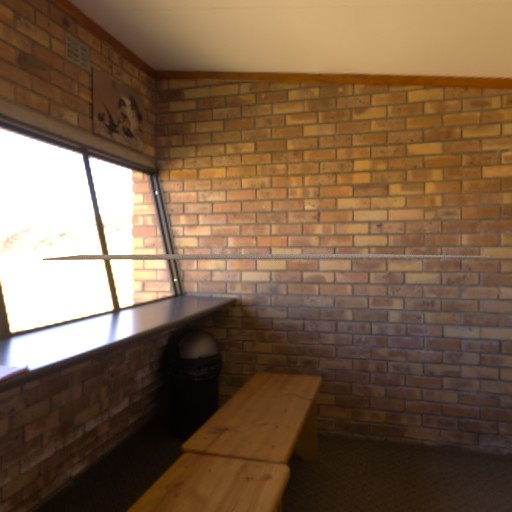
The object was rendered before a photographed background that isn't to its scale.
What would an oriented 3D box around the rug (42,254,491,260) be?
[{"bbox_3d":[0.000,0.000,2.302,1.828,0.007,1.220,0,1,-16],"label":"rug"}]
